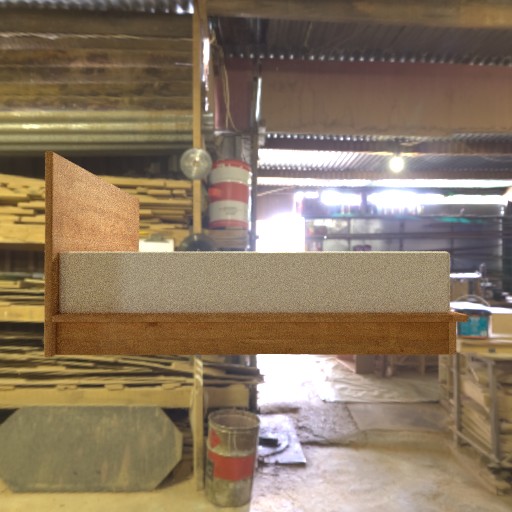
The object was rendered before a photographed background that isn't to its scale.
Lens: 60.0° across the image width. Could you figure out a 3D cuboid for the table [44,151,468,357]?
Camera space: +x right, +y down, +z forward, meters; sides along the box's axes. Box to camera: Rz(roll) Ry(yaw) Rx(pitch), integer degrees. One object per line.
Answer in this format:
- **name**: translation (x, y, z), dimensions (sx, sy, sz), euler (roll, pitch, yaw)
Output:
- **table**: translation (0.000, 0.000, 3.101), dimensions (2.149, 1.041, 1.707), euler (0, -1, 0)
